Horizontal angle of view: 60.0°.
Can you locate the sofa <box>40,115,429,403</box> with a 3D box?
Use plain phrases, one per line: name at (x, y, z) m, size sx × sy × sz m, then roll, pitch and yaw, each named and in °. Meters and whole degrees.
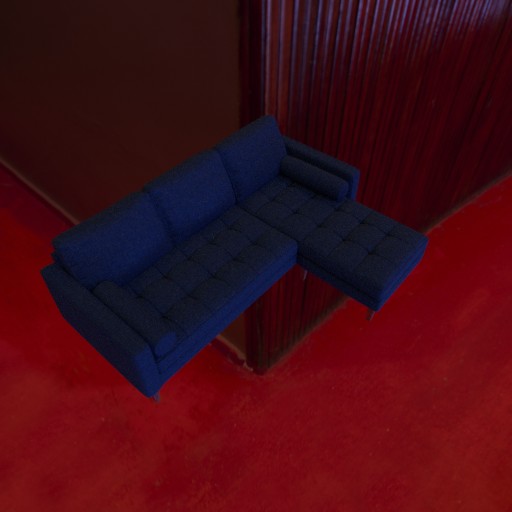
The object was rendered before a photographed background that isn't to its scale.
sofa at (0.000, 0.000, 2.982) m, size 1.613 × 0.841 × 2.185 m, roll 32°, pitch 54°, yaw 27°
